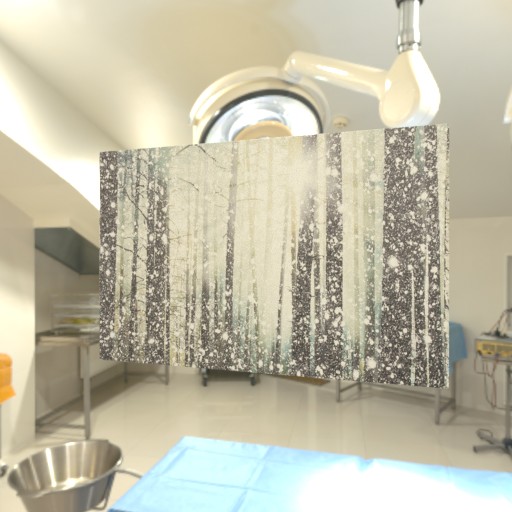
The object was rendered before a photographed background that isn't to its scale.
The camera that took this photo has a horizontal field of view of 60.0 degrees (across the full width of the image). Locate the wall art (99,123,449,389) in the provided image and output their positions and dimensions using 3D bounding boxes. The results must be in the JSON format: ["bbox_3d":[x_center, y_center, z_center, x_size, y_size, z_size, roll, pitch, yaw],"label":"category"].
[{"bbox_3d":[0.000,0.000,0.774,0.618,0.398,0.042,0,0,18],"label":"wall art"}]
